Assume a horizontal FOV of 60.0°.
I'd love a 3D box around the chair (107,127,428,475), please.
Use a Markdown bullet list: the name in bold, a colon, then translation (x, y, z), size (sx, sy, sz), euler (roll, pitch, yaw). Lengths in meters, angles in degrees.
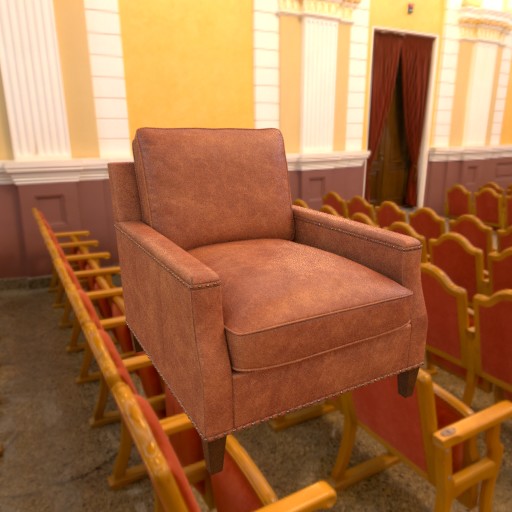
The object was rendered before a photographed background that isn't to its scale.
- **chair**: translation (0.000, 0.000, 1.686), size (0.853, 0.943, 1.014), euler (-9, 18, -28)
